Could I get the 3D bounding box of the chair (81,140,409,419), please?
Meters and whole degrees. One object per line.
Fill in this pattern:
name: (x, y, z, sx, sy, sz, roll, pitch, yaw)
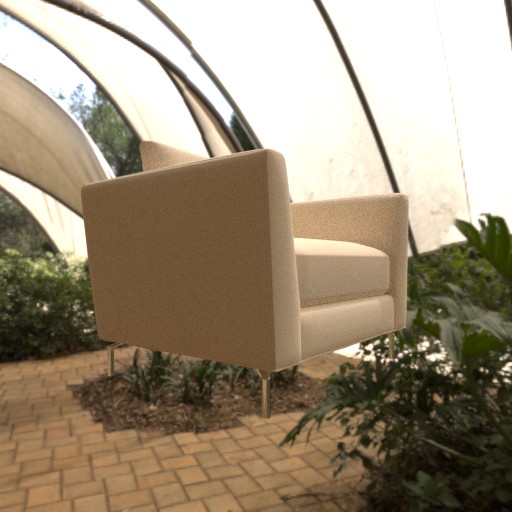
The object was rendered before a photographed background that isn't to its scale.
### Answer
chair: (0.000, 0.000, 1.760, 0.889, 0.865, 1.041, 0, -1, 38)
